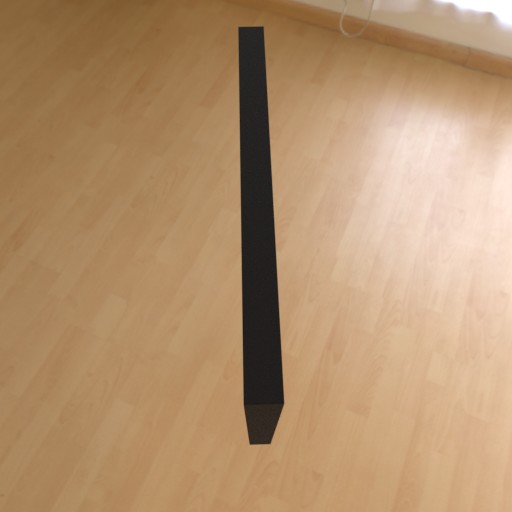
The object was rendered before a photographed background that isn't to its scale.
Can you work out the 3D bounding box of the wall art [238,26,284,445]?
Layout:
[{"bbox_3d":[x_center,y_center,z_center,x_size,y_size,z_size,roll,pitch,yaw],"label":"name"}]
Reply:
[{"bbox_3d":[0.000,0.000,0.537,0.028,0.325,0.397,-1,63,-1],"label":"wall art"}]
